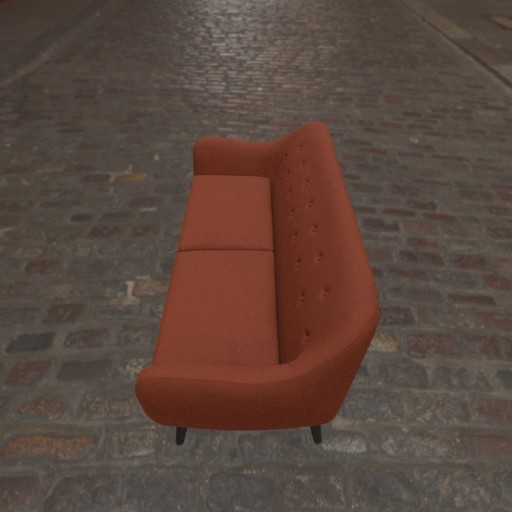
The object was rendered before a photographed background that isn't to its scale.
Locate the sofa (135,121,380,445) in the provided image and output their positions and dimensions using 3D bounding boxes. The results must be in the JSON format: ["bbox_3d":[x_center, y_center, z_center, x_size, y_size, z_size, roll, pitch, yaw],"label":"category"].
[{"bbox_3d":[0.000,0.000,2.234,0.820,0.836,1.840,0,39,0],"label":"sofa"}]
